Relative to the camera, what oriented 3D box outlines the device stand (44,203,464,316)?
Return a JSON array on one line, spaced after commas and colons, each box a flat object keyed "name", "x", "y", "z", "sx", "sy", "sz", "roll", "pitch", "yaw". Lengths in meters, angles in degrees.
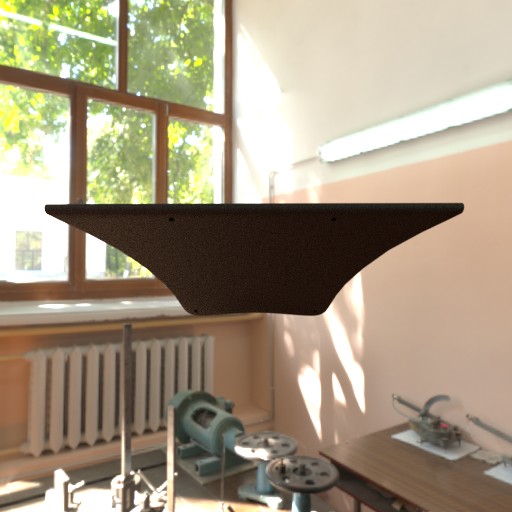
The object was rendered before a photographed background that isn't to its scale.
[{"name": "device stand", "x": 0.000, "y": 0.000, "z": 0.354, "sx": 0.230, "sy": 0.092, "sz": 0.230, "roll": 0, "pitch": -2, "yaw": 1}]
